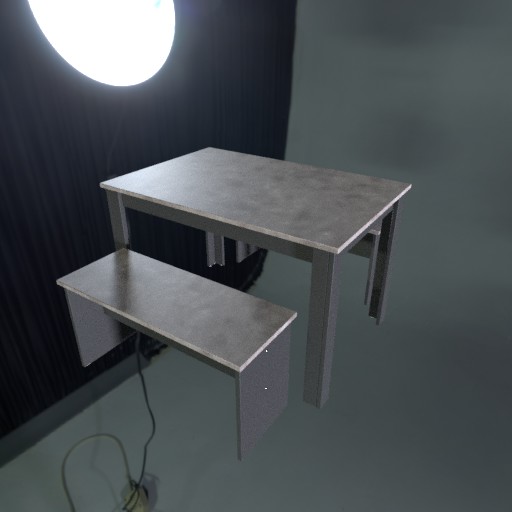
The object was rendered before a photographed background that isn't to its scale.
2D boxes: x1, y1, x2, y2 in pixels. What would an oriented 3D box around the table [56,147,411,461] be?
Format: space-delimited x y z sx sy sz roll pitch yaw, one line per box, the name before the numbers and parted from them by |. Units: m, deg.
table | 0.000 0.000 2.043 1.100 0.700 1.443 18 33 30
